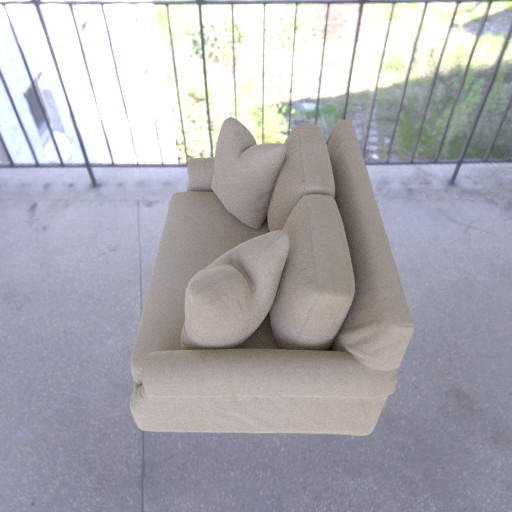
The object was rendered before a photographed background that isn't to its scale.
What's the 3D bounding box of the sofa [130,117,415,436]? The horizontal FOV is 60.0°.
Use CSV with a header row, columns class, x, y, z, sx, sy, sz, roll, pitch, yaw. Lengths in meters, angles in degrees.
class,x,y,z,sx,sy,sz,roll,pitch,yaw
sofa,0.000,0.000,2.190,1.070,0.905,1.550,0,44,0
